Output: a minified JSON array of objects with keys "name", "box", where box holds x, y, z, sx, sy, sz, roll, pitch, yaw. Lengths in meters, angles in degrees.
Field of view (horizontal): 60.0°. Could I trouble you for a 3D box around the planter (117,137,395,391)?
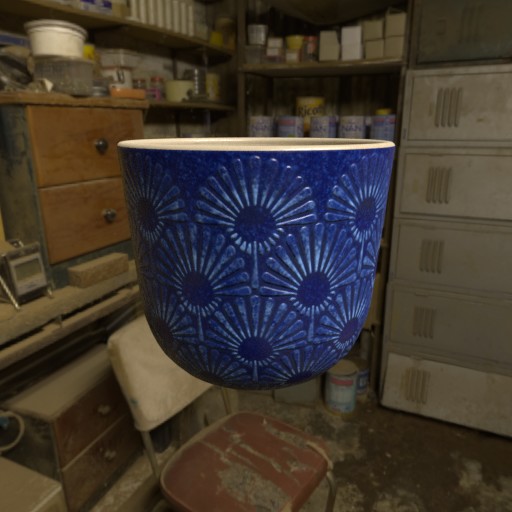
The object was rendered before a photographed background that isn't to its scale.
[{"name":"planter","box":[0.000,0.000,0.303,0.170,0.153,0.170,0,16,0]}]
